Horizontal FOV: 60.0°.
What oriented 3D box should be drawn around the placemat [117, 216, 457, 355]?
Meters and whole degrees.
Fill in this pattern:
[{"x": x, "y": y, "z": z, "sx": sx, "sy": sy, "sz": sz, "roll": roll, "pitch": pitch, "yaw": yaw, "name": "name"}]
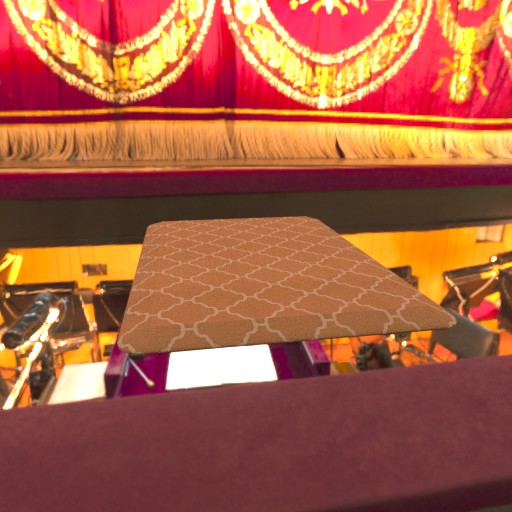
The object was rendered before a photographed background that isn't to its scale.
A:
[{"x": 0.000, "y": 0.000, "z": 0.974, "sx": 0.508, "sy": 0.021, "sz": 0.762, "roll": -3, "pitch": 17, "yaw": -9, "name": "placemat"}]
